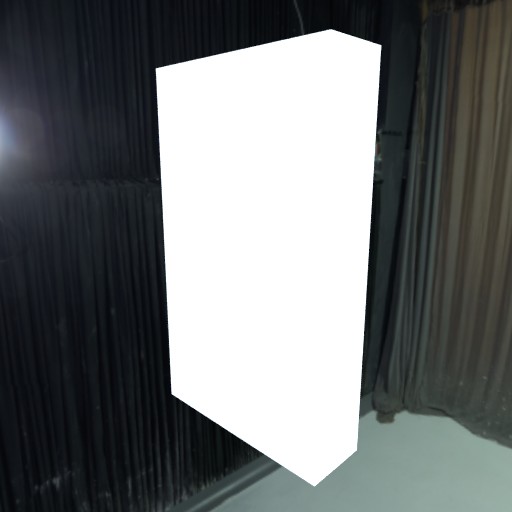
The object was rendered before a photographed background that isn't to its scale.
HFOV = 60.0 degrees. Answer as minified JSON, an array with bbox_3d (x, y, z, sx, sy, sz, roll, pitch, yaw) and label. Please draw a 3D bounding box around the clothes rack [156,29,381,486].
[{"bbox_3d":[0.000,0.000,1.549,0.750,1.280,0.250,13,19,43],"label":"clothes rack"}]
